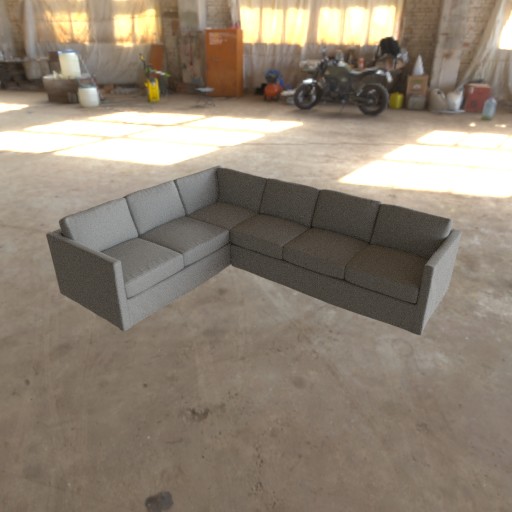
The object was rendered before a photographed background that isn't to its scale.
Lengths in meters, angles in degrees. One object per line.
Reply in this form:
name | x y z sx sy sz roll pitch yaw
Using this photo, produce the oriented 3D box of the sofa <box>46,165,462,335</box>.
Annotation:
sofa | 0.000 0.000 4.340 3.182 0.871 2.432 19 33 31
